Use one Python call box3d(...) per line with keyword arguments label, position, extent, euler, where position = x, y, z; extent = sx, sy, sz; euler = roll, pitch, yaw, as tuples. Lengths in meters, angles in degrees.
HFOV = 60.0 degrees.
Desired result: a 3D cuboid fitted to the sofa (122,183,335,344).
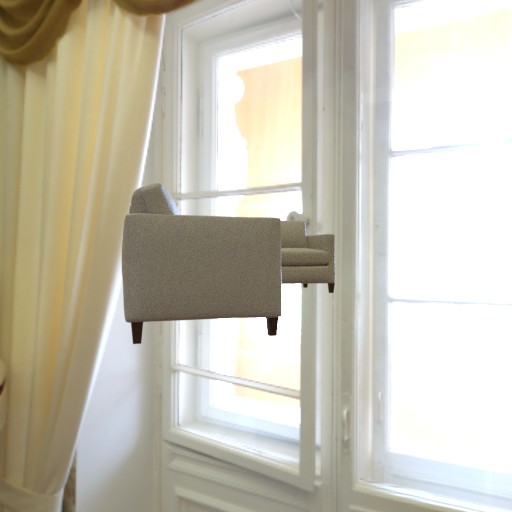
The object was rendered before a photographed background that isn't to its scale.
box3d(label="sofa", position=(0.000, 0.000, 4.343), extent=(2.522, 0.934, 3.333), euler=(0, 1, -17))
